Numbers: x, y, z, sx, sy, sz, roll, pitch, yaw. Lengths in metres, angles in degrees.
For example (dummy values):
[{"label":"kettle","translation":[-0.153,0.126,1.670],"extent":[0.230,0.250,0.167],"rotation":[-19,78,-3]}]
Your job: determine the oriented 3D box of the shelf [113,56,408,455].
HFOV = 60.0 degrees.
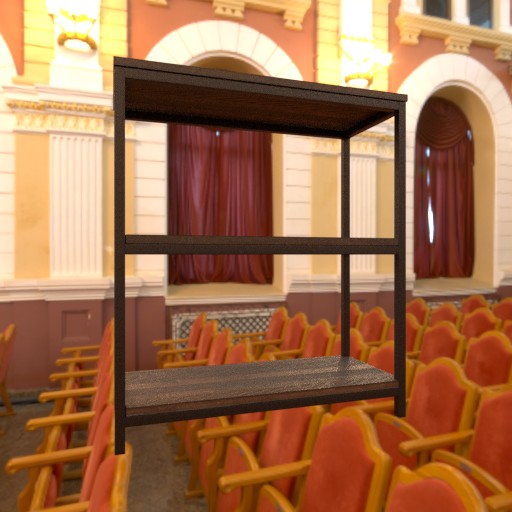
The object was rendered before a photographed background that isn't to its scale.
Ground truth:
[{"label":"shelf","translation":[0.000,0.000,1.342],"extent":[0.822,0.947,0.352],"rotation":[0,0,-18]}]
